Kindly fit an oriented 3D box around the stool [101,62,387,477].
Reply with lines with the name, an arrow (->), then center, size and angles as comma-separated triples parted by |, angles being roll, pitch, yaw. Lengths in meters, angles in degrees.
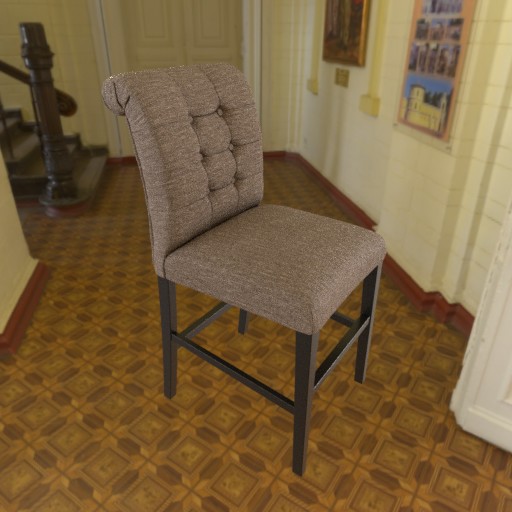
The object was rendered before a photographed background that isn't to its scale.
stool -> 0.000, 0.000, 1.260 | 0.611, 0.970, 0.457 | 18, 33, 30
